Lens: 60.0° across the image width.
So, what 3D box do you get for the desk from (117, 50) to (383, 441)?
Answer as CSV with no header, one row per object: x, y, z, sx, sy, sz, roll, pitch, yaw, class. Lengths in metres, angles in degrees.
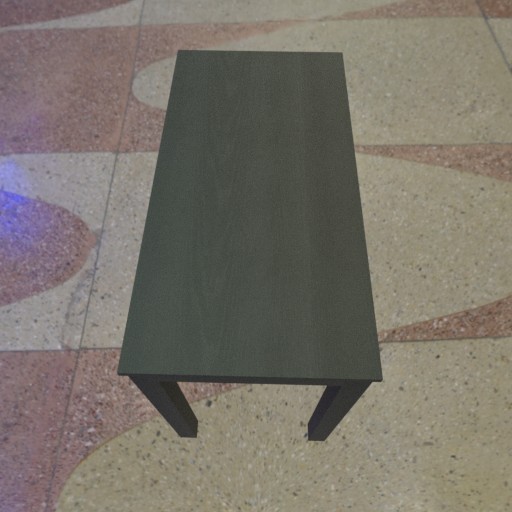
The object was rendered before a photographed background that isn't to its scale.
0.000,0.000,1.412,0.499,0.762,0.991,1,59,1,desk
